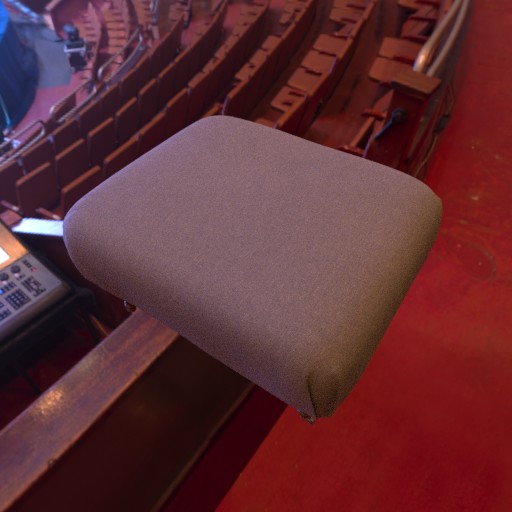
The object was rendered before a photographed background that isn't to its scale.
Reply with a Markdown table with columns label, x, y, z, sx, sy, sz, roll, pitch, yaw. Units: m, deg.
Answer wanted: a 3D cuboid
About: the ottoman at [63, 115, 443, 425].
| label | x | y | z | sx | sy | sz | roll | pitch | yaw |
| --- | --- | --- | --- | --- | --- | --- | --- | --- | --- |
| ottoman | 0.000 | 0.000 | 1.136 | 0.747 | 0.450 | 0.622 | 26 | 51 | 23 |
